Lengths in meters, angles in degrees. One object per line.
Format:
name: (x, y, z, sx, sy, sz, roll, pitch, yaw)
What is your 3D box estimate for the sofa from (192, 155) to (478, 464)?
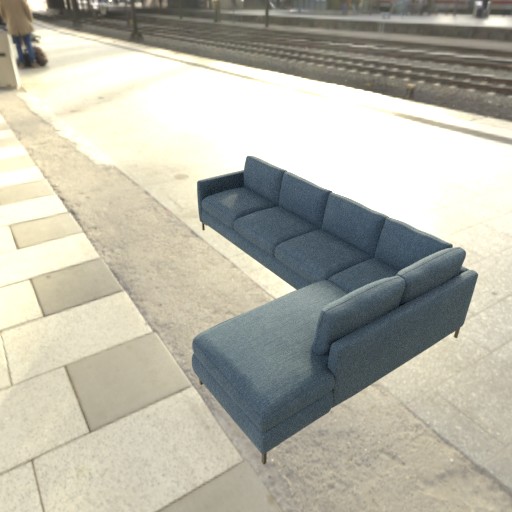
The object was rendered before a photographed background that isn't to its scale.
sofa: (0.000, 0.000, 3.883, 2.007, 0.815, 2.949, -20, 36, -30)
